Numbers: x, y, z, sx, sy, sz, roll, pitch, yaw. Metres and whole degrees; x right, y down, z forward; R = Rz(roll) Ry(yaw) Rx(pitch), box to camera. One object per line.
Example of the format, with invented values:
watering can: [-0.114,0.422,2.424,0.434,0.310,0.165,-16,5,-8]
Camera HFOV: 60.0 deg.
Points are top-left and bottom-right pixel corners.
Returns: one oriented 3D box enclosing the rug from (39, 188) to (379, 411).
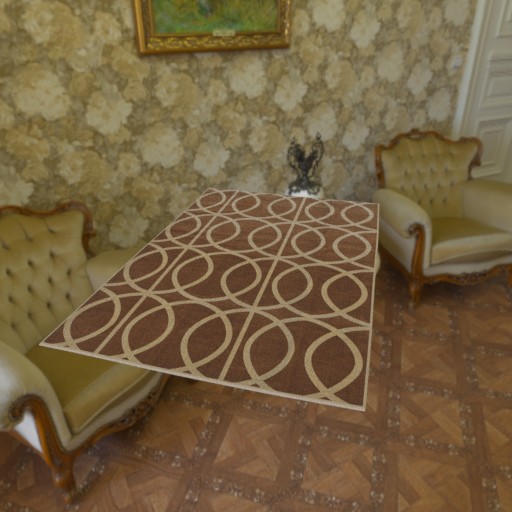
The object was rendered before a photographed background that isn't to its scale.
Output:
rug: [0.000,0.000,2.894,1.528,0.014,2.294,7,29,13]
